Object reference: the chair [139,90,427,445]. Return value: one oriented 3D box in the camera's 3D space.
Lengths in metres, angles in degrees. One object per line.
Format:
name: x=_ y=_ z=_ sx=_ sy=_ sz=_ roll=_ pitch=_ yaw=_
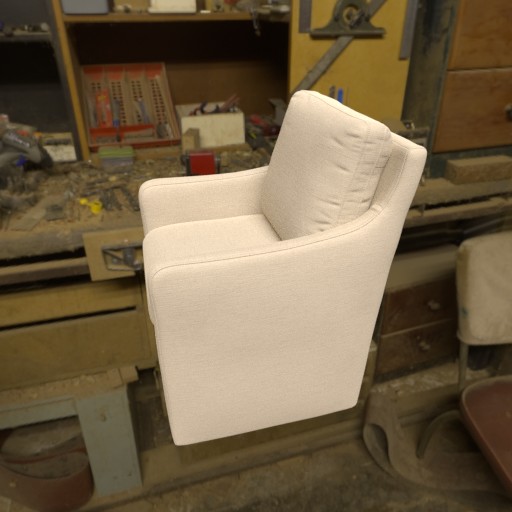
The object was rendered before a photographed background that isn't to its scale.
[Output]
chair: x=0.000 y=0.000 z=1.404 sx=0.694 sy=0.914 sz=0.626 roll=-8 pitch=31 yaw=-13
